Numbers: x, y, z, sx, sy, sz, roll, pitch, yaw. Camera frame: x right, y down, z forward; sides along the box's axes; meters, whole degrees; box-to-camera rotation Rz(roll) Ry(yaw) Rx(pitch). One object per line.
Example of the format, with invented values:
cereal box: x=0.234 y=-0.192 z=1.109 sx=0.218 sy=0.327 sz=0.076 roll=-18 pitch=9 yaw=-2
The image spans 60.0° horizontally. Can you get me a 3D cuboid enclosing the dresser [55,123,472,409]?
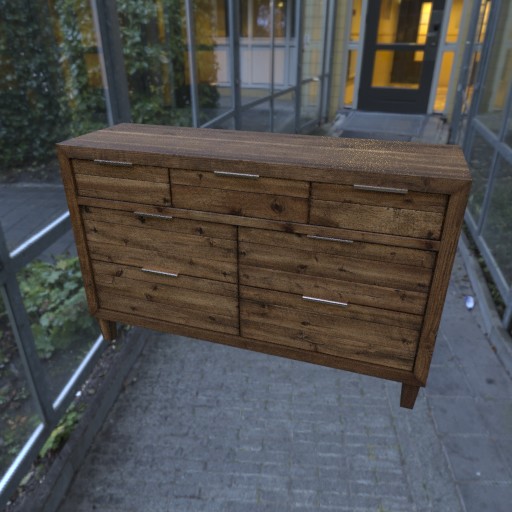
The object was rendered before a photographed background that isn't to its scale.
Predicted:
dresser: x=0.000 y=0.000 z=1.787 sx=1.387 sy=0.892 sz=0.438 roll=9 pitch=28 yaw=16
